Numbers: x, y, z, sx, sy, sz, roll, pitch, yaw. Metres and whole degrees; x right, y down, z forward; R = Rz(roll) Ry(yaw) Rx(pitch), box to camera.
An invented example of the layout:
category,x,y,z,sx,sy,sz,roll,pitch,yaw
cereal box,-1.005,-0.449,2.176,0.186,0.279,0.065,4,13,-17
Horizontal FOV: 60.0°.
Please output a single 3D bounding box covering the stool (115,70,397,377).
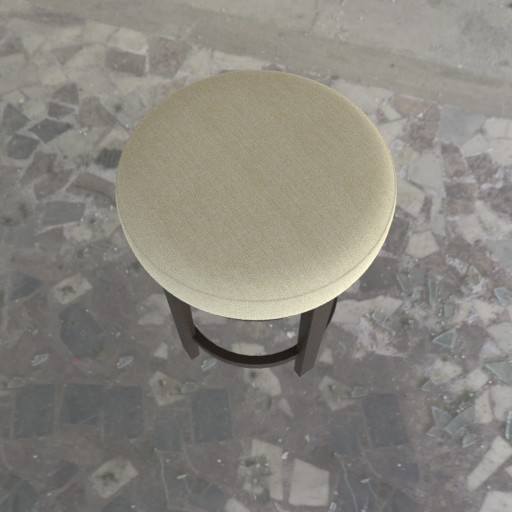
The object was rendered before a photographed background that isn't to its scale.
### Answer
category,x,y,z,sx,sy,sz,roll,pitch,yaw
stool,0.000,0.000,0.937,0.449,0.655,0.449,0,65,0
